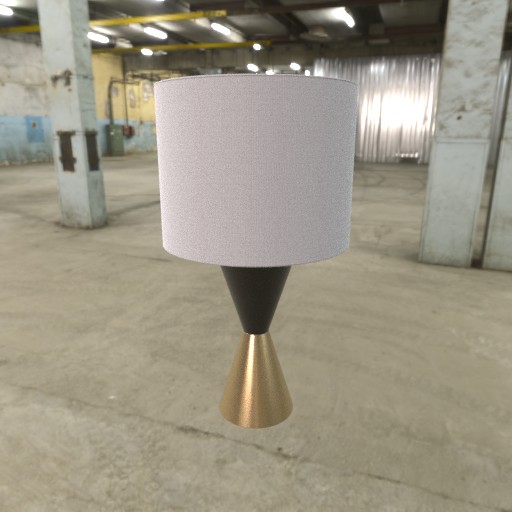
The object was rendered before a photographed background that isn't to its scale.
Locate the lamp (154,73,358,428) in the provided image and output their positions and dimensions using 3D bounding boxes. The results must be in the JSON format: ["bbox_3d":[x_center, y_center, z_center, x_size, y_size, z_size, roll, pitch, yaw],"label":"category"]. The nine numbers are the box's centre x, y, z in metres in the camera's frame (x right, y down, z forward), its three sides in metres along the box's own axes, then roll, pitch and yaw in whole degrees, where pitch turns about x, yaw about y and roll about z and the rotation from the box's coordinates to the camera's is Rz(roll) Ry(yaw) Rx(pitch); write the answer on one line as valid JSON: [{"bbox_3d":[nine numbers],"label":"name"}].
[{"bbox_3d":[0.000,0.000,0.746,0.304,0.573,0.304,-13,20,-40],"label":"lamp"}]
